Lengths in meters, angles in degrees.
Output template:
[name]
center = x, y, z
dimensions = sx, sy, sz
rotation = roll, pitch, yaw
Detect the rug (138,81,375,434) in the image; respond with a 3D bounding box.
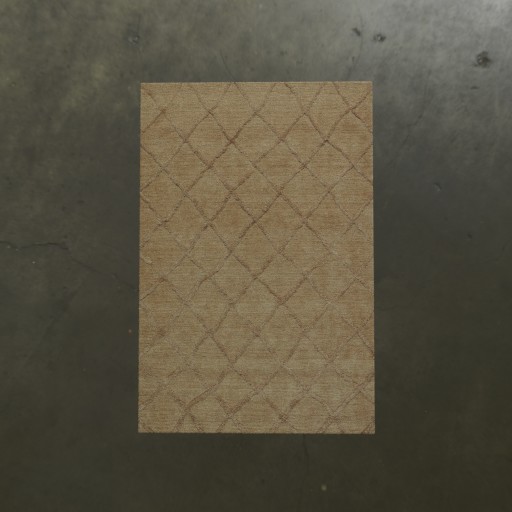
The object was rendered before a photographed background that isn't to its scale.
[rug]
center = 0.000, 0.000, 2.896
dimensions = 1.528, 0.014, 2.292
rotation = 0, 88, 1
